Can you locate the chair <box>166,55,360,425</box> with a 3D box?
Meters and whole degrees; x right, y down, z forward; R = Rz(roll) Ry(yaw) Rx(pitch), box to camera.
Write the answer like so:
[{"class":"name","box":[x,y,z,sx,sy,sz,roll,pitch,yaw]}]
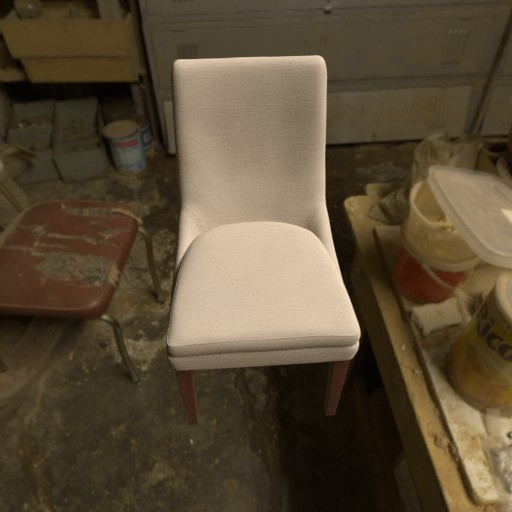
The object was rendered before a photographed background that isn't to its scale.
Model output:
[{"class":"chair","box":[0.000,0.000,1.326,0.515,0.940,0.638,-3,47,-3]}]
